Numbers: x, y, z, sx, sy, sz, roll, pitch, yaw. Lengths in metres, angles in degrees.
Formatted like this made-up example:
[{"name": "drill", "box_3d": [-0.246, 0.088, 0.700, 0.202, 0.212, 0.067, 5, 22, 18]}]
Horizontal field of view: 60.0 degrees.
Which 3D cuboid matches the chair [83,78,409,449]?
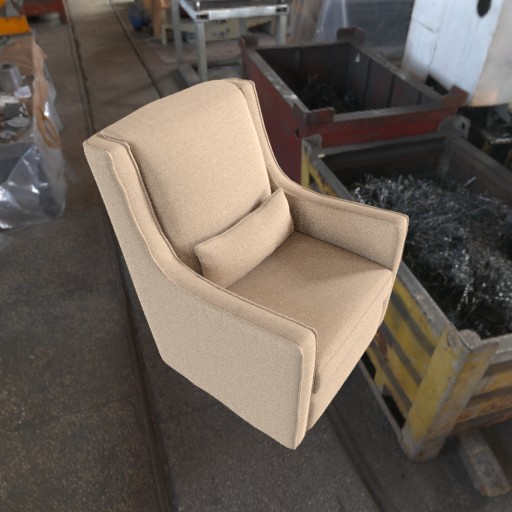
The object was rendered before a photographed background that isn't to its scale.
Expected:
[{"name": "chair", "box_3d": [0.000, 0.000, 1.616, 0.879, 0.993, 0.732, 26, 48, 26]}]
